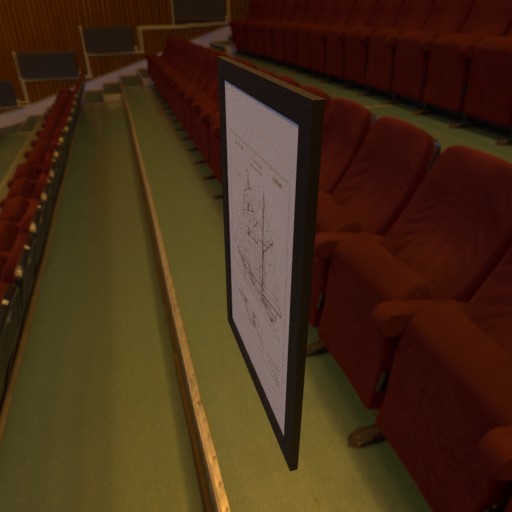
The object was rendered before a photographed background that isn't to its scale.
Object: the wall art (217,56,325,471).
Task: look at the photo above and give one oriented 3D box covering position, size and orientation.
[{"bbox_3d":[0.000,0.000,0.690,0.013,0.534,0.381,-9,31,-15],"label":"wall art"}]
